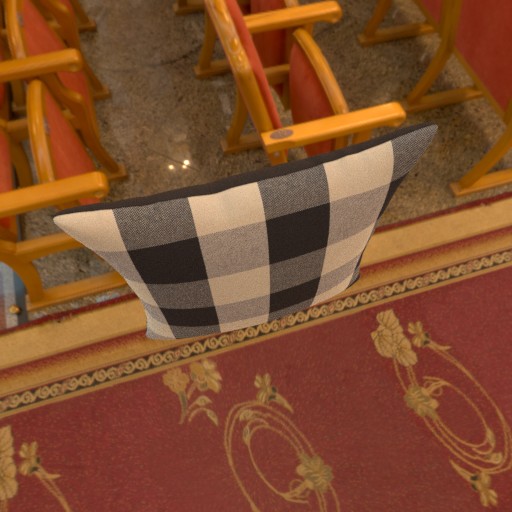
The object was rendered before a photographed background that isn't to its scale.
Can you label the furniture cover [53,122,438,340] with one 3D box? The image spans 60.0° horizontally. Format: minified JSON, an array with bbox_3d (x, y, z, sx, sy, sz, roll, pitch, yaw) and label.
[{"bbox_3d":[0.000,0.000,0.790,0.511,0.509,0.161,-15,65,-7],"label":"furniture cover"}]
